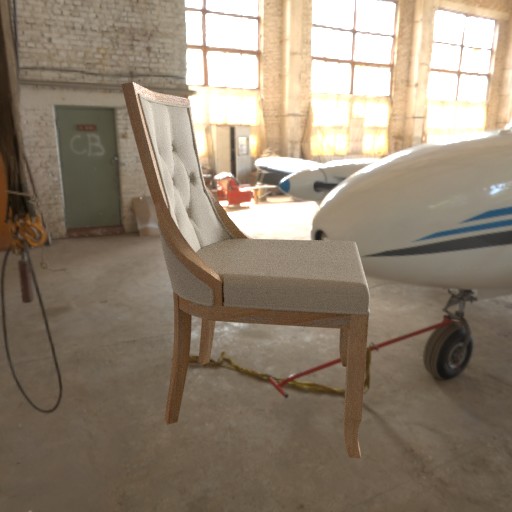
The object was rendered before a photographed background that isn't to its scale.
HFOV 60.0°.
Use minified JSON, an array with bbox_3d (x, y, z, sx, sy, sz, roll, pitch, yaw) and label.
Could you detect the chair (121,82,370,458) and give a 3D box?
[{"bbox_3d":[0.000,0.000,1.345,0.641,0.947,0.524,2,15,9],"label":"chair"}]
